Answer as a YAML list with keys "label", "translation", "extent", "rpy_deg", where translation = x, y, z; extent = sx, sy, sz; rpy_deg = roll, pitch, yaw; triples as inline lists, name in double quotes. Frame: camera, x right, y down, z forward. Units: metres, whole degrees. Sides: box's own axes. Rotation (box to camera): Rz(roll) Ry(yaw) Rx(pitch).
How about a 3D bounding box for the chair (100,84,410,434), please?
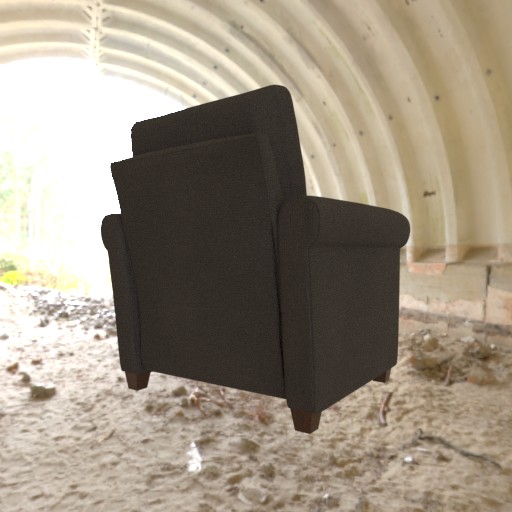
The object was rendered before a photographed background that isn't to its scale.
- label: "chair"
  translation: [0.000, 0.000, 1.595]
  extent: [0.867, 0.942, 0.828]
  rpy_deg: [0, -1, 35]
